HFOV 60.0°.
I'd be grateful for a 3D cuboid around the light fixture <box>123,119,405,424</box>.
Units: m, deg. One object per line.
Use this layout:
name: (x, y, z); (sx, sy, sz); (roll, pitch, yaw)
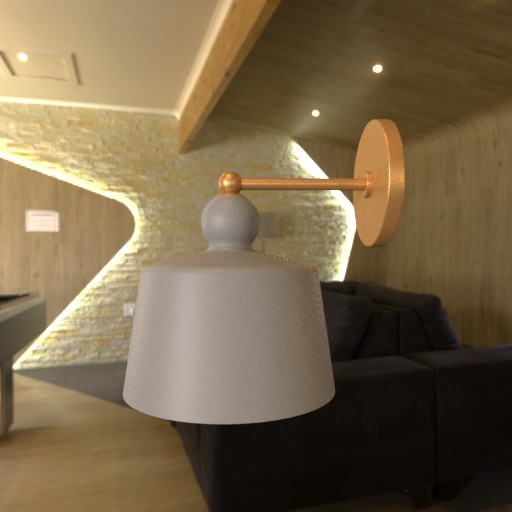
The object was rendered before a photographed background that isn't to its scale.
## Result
light fixture: (0.000, 0.000, 0.440); (0.254, 0.268, 0.204); (0, -1, -2)
